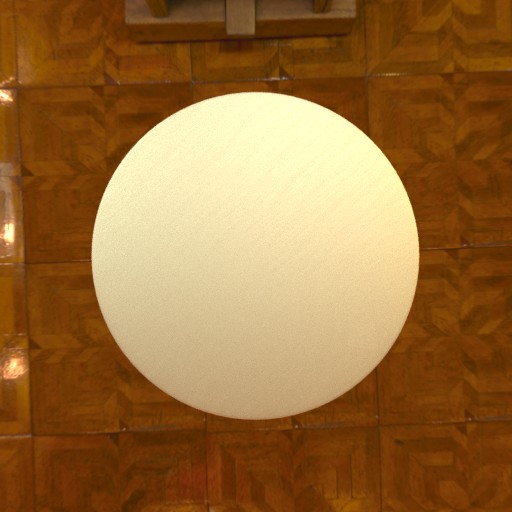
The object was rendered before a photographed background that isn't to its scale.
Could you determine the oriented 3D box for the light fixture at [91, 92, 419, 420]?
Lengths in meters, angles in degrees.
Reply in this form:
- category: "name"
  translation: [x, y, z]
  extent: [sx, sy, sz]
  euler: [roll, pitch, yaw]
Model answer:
- category: "light fixture"
  translation: [0.000, 0.000, 0.528]
  extent: [0.356, 0.102, 0.356]
  euler: [0, 91, 0]
